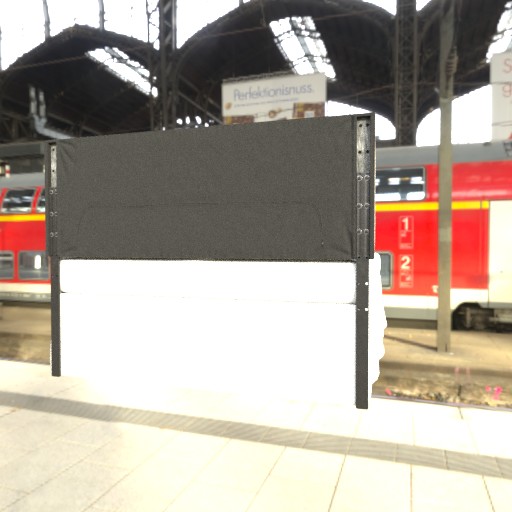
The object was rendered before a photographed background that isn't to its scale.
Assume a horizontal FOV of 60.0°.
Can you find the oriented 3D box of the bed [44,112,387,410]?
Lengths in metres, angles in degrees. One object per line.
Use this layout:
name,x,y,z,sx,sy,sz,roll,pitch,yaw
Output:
bed,0.000,0.000,2.894,1.621,1.168,1.958,0,1,17
